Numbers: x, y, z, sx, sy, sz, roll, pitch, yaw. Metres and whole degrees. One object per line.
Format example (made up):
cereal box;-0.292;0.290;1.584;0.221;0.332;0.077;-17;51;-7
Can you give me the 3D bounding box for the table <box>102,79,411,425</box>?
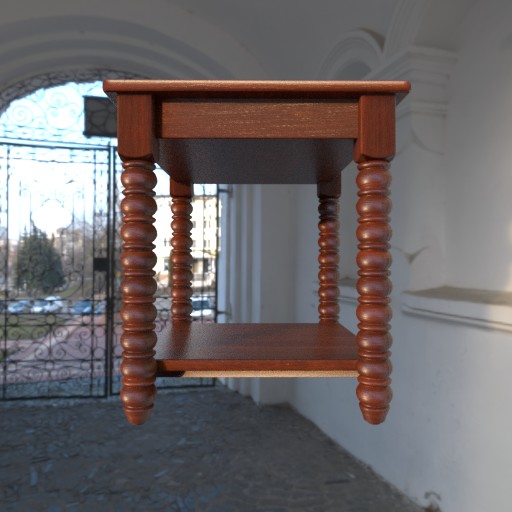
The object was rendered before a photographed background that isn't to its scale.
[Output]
table;0.000;0.000;0.976;0.500;0.567;0.533;0;0;0
